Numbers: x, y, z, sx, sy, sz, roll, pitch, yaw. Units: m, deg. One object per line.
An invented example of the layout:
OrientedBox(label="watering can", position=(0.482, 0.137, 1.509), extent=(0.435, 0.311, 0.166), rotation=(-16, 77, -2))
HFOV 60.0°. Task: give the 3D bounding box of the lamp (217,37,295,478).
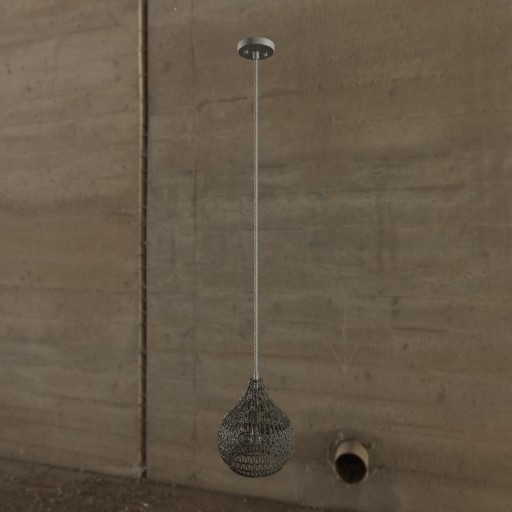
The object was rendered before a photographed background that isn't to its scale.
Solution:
OrientedBox(label="lamp", position=(0.000, 0.000, 2.033), extent=(0.355, 1.919, 0.355), rotation=(0, 1, -17))
